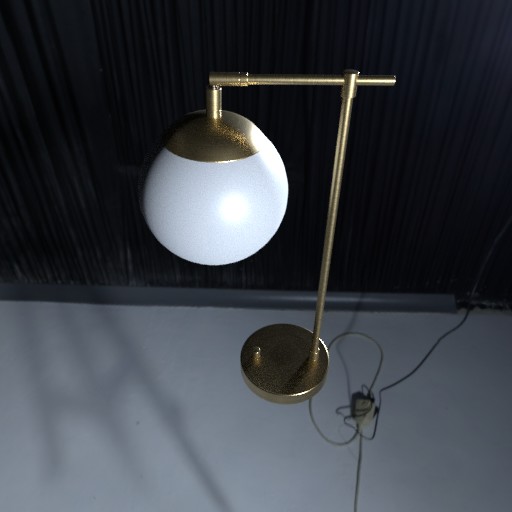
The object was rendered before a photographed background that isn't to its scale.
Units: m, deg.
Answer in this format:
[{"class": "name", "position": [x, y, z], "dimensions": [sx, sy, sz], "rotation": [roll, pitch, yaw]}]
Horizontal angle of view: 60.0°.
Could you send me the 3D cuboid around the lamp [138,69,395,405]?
[{"class": "lamp", "position": [0.000, 0.000, 0.694], "dimensions": [0.324, 0.559, 0.207], "rotation": [1, 39, 1]}]
